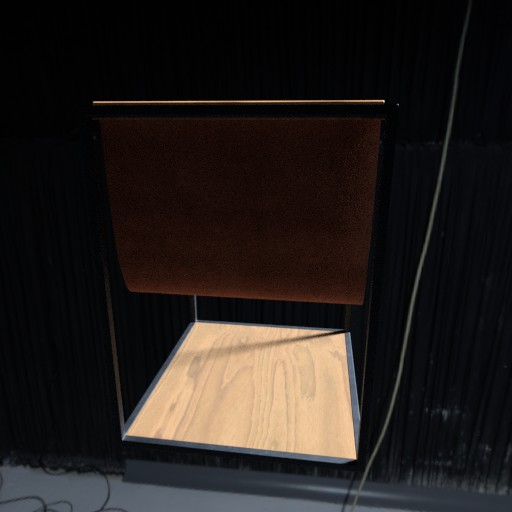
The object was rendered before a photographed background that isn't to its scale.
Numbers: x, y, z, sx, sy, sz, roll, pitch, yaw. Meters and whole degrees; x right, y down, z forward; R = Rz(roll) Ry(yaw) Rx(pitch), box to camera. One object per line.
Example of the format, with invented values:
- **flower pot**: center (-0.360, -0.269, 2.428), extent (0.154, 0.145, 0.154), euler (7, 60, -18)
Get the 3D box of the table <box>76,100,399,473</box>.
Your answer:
- **table**: center (0.000, 0.000, 0.830), extent (0.399, 0.536, 0.450), euler (3, 18, 8)
